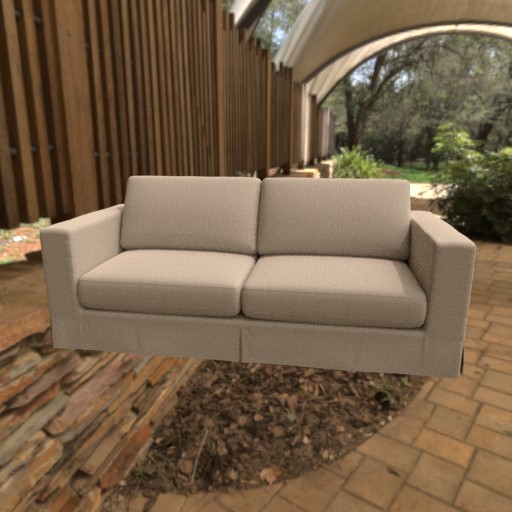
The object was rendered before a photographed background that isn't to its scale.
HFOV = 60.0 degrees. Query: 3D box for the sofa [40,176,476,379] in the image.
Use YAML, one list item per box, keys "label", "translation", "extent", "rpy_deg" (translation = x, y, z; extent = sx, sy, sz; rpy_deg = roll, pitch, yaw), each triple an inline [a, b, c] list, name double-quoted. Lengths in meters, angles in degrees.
- label: "sofa"
  translation: [0.000, 0.000, 2.618]
  extent: [2.163, 0.881, 0.954]
  rpy_deg: [2, 15, 9]
